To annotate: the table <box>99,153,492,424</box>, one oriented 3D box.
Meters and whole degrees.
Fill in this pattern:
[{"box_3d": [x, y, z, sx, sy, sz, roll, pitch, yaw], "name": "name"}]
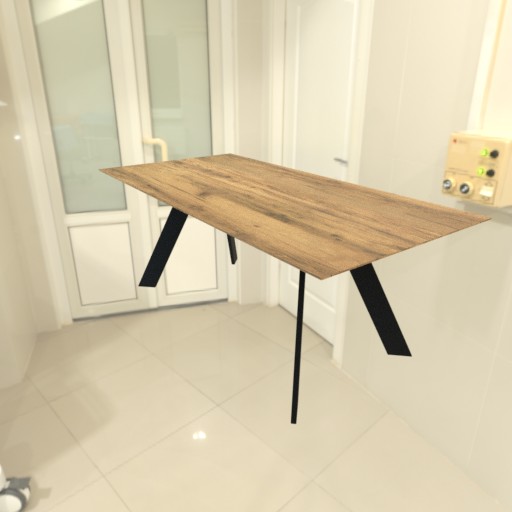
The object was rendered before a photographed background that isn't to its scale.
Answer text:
[{"box_3d": [0.000, 0.000, 2.489, 1.000, 0.770, 2.000, -16, 27, -33], "name": "table"}]
